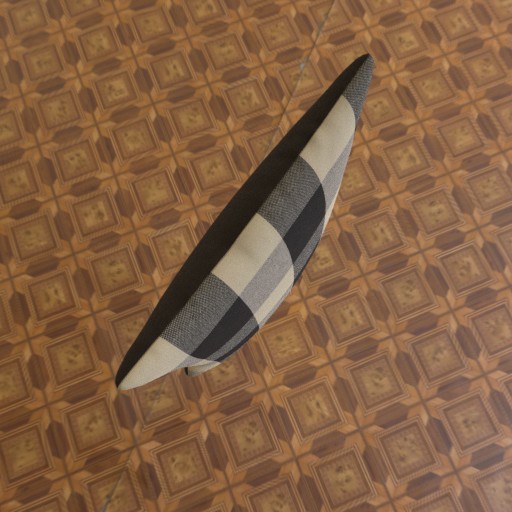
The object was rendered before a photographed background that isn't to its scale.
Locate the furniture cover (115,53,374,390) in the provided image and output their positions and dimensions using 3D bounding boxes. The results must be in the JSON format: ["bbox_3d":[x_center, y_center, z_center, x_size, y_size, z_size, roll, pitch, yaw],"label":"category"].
[{"bbox_3d":[0.000,0.000,0.768,0.161,0.509,0.511,35,79,8],"label":"furniture cover"}]
